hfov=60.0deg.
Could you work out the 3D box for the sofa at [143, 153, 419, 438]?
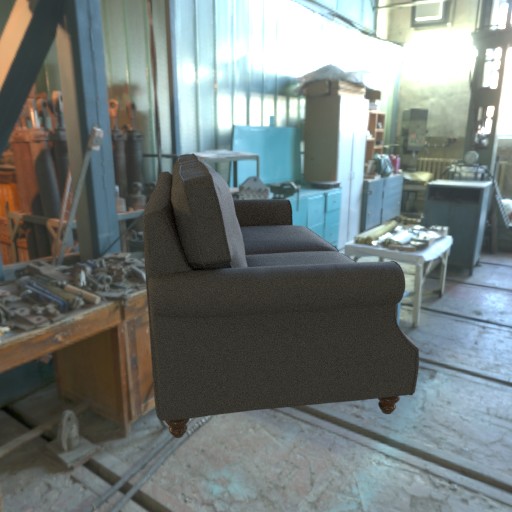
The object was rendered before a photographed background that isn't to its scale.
[{"bbox_3d":[0.000,0.000,2.187,0.964,0.937,1.665,-3,16,-10],"label":"sofa"}]
